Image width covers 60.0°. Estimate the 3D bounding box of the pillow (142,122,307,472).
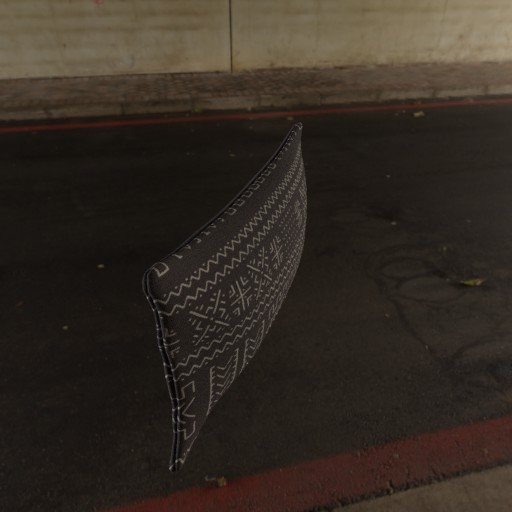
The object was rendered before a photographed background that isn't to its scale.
[{"bbox_3d":[0.000,0.000,0.792,0.135,0.322,0.667,10,32,16],"label":"pillow"}]
